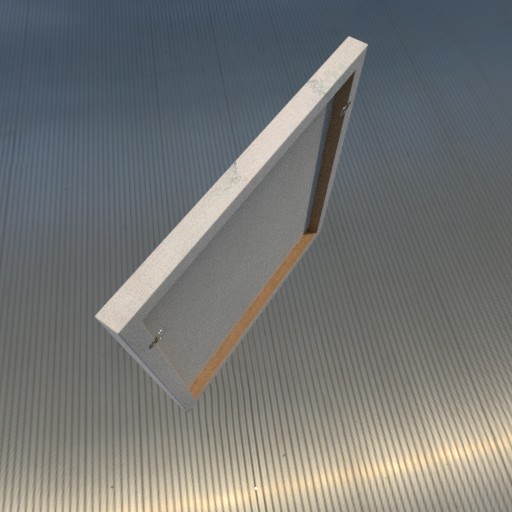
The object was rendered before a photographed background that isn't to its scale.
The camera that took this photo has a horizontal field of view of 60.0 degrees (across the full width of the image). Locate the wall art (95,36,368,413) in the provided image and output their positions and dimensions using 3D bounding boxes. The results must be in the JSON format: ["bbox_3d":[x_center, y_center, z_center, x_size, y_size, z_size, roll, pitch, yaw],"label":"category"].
[{"bbox_3d":[0.000,0.000,0.903,0.040,0.612,0.612,32,67,15],"label":"wall art"}]
